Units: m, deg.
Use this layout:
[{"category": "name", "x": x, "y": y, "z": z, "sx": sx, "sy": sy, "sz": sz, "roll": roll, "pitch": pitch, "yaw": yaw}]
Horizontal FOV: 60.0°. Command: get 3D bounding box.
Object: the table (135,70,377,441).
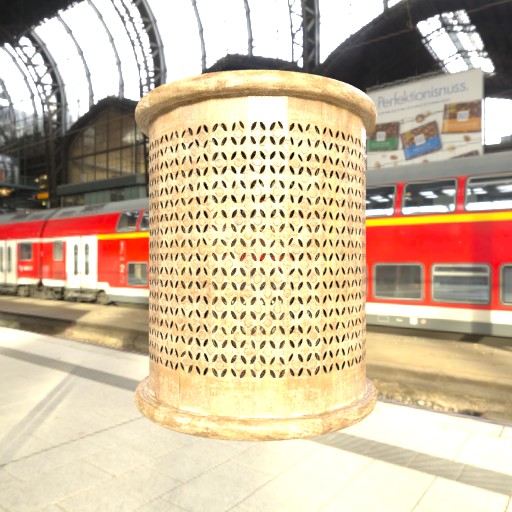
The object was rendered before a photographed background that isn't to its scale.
[{"category": "table", "x": 0.000, "y": 0.000, "z": 0.771, "sx": 0.407, "sy": 0.482, "sz": 0.407, "roll": 0, "pitch": 0, "yaw": 0}]
